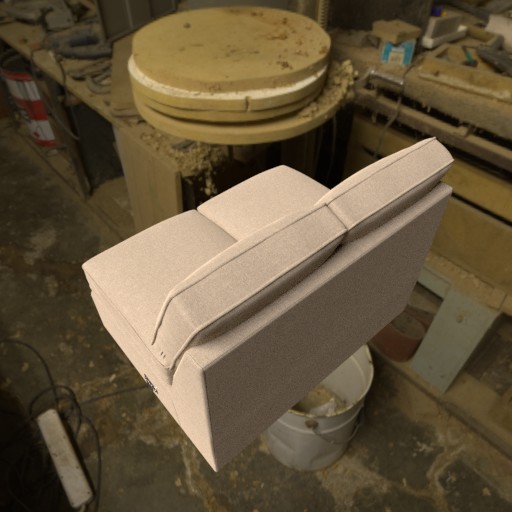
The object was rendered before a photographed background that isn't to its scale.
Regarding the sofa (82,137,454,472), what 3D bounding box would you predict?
[{"bbox_3d":[0.000,0.000,1.925,1.237,1.008,0.951,-32,53,-28],"label":"sofa"}]
